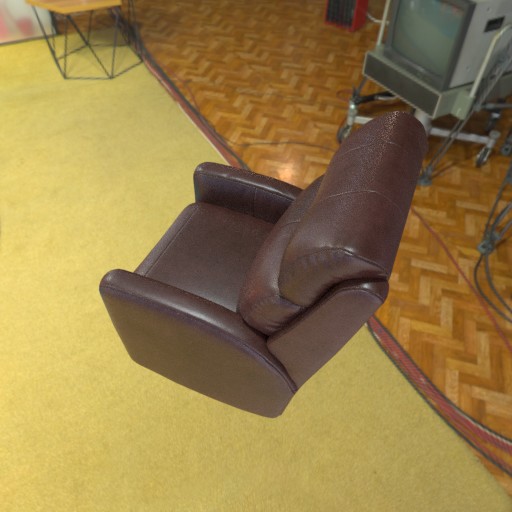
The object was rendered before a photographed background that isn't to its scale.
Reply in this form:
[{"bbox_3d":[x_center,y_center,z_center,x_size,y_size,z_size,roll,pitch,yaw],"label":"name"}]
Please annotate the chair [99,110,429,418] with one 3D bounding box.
[{"bbox_3d":[0.000,0.000,1.644,0.939,1.016,0.787,17,50,15],"label":"chair"}]
